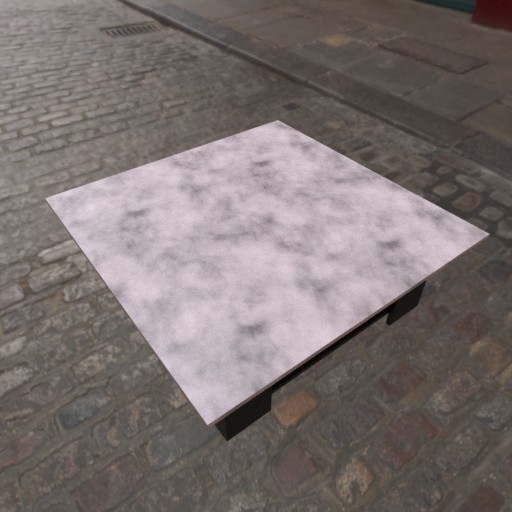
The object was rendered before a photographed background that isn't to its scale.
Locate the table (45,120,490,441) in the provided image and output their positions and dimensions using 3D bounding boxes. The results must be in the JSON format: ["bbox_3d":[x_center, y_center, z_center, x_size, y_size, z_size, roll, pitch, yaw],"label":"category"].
[{"bbox_3d":[0.000,0.000,1.346,0.890,0.305,0.890,-27,48,-27],"label":"table"}]
